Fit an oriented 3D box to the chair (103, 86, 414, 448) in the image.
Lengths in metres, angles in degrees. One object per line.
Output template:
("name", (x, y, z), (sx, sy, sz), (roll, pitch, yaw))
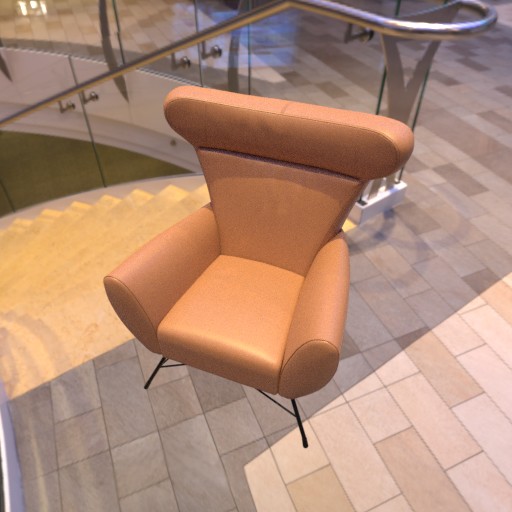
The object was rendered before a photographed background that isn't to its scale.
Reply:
("chair", (0.000, 0.000, 1.803), (0.980, 1.050, 0.900), (15, 45, 15))
